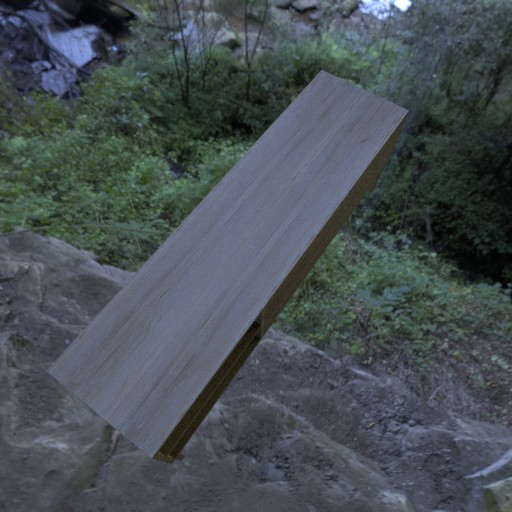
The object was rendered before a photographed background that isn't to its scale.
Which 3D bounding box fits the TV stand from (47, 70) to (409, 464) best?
[{"bbox_3d":[0.000,0.000,1.826,0.420,0.550,1.600,32,67,15],"label":"TV stand"}]
